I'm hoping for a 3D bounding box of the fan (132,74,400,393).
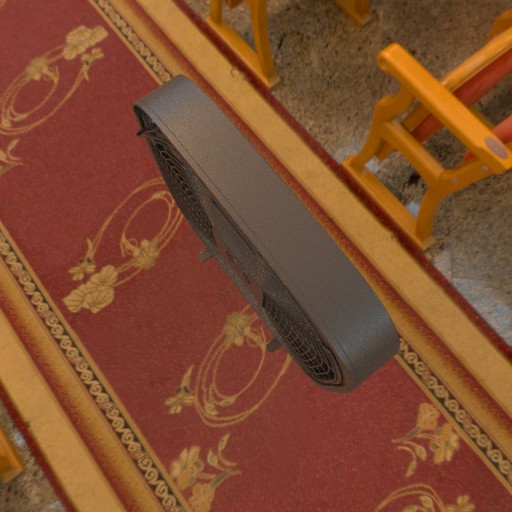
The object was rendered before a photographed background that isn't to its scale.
[{"bbox_3d":[0.000,0.000,0.792,0.142,0.533,0.526,-36,77,-9],"label":"fan"}]
